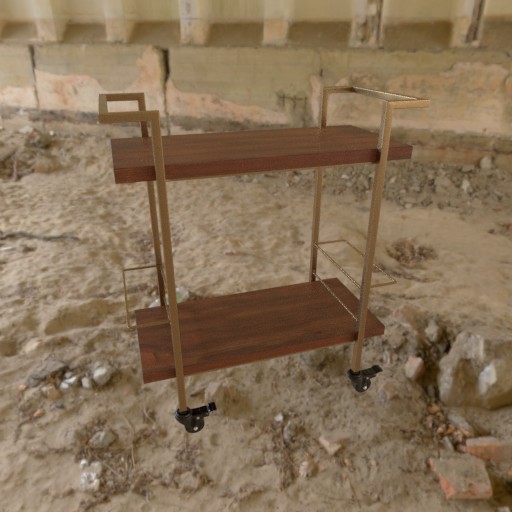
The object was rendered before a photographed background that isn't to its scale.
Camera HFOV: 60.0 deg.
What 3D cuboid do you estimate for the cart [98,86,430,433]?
[{"bbox_3d":[0.000,0.000,1.184,0.695,0.807,0.364,-8,27,-16],"label":"cart"}]
